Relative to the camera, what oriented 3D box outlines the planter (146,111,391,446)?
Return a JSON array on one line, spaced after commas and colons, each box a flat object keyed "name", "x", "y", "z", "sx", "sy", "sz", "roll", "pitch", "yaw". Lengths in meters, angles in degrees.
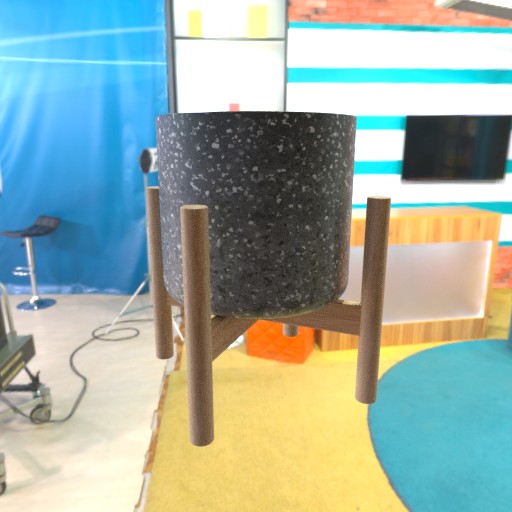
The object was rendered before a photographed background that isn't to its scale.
[{"name": "planter", "x": 0.000, "y": 0.000, "z": 0.538, "sx": 0.284, "sy": 0.320, "sz": 0.284, "roll": -13, "pitch": 19, "yaw": -43}]
